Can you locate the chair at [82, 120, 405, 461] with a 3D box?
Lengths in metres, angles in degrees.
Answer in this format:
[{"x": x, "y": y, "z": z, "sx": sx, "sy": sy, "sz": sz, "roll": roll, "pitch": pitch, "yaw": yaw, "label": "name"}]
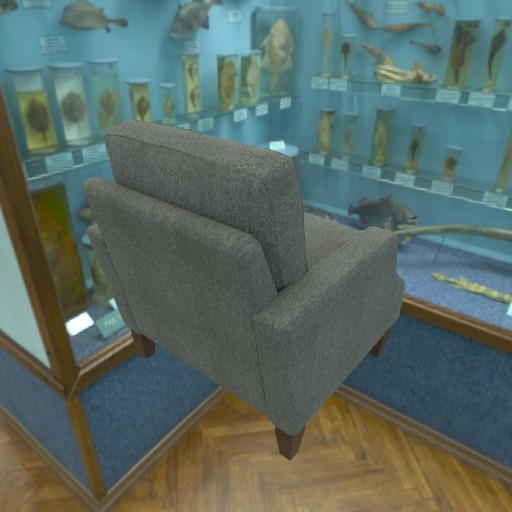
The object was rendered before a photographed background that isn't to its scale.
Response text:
[{"x": 0.000, "y": 0.000, "z": 1.617, "sx": 0.855, "sy": 0.993, "sz": 0.897, "roll": 22, "pitch": 37, "yaw": 34, "label": "chair"}]
